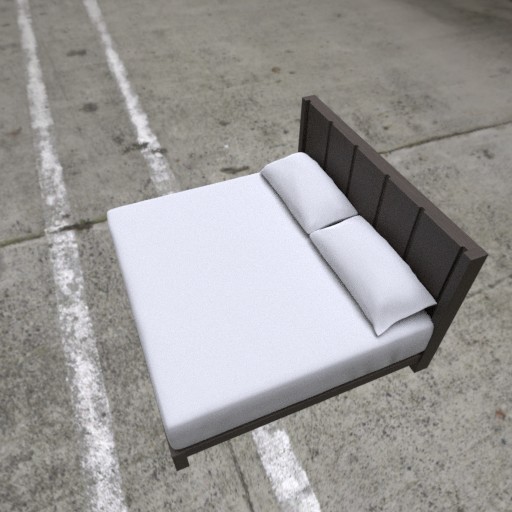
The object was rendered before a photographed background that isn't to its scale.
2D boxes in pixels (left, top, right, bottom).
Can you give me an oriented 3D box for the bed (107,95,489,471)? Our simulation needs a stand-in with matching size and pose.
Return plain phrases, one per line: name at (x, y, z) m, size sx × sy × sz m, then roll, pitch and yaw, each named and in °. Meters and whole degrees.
bed at (0.000, 0.000, 3.419) m, size 2.012 × 1.270 × 2.134 m, roll -17°, pitch 48°, yaw -15°
